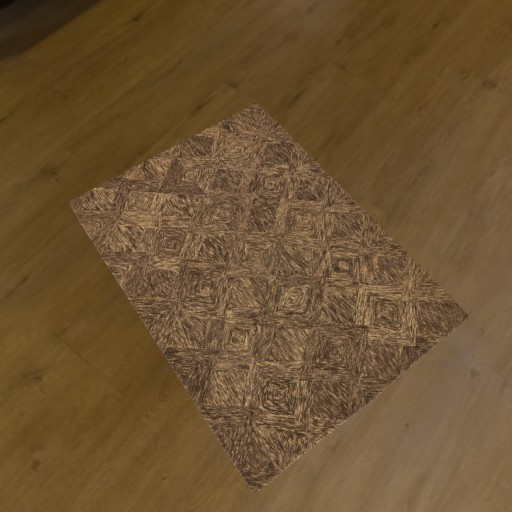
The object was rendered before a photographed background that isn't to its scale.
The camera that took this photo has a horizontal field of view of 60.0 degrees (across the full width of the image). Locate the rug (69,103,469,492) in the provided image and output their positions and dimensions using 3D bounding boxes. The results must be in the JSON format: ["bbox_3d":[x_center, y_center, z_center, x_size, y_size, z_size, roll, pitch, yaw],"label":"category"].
[{"bbox_3d":[0.000,0.000,5.308,2.997,0.020,4.093,-33,67,-16],"label":"rug"}]
